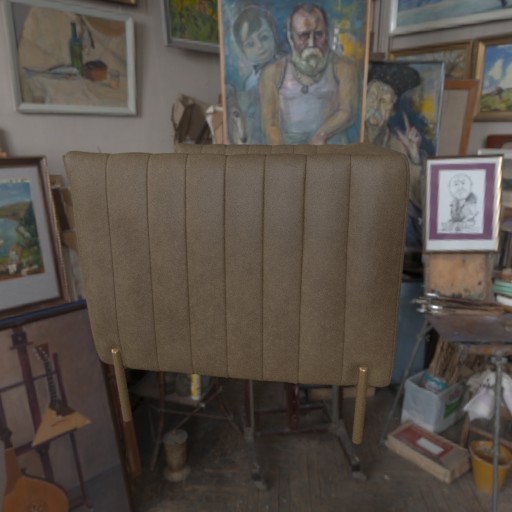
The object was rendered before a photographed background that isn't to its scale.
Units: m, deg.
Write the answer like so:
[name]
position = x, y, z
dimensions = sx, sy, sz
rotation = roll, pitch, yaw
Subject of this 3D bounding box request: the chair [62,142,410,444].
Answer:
[chair]
position = 0.000, 0.000, 1.588
dimensions = 0.876, 0.779, 0.981
rotation = 3, 16, 9
